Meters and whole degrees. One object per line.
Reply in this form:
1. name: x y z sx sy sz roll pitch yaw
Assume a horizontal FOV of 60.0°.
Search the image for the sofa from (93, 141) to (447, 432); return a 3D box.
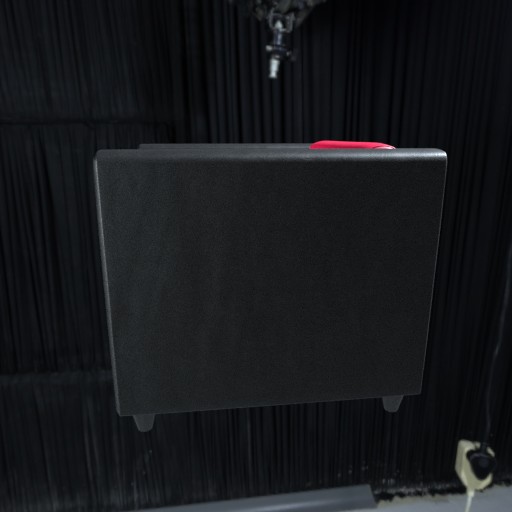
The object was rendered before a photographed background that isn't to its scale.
1. sofa: 0.000 0.000 1.451 0.809 0.724 0.839 -2 15 -7
